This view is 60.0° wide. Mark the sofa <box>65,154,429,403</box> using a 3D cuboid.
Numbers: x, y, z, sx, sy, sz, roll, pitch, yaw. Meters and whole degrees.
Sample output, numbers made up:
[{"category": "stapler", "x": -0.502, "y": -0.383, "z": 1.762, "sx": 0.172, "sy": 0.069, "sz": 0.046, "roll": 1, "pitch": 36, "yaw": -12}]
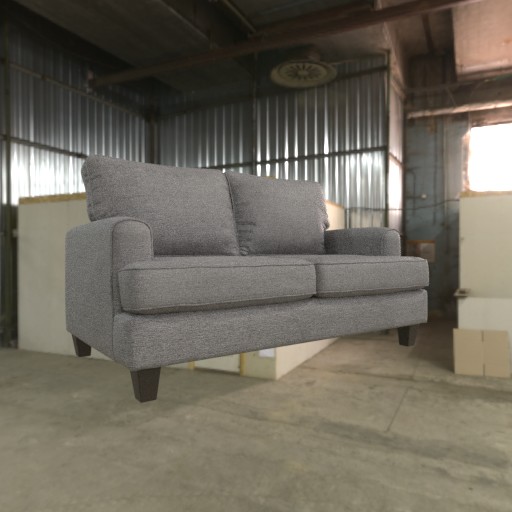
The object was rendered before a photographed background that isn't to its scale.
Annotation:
[{"category": "sofa", "x": 0.000, "y": 0.000, "z": 2.251, "sx": 1.651, "sy": 0.965, "sz": 0.965, "roll": -1, "pitch": 1, "yaw": -35}]
